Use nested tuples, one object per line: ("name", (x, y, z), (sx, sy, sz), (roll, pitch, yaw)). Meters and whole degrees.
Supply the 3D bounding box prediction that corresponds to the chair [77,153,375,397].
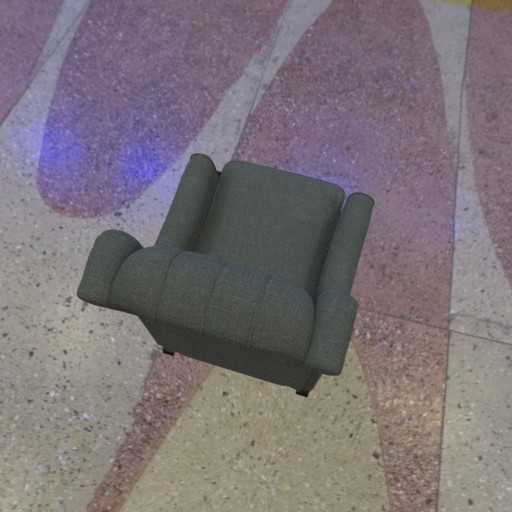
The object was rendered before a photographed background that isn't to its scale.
("chair", (0.000, 0.000, 1.626), (0.742, 1.035, 0.898), (15, 65, 7))
